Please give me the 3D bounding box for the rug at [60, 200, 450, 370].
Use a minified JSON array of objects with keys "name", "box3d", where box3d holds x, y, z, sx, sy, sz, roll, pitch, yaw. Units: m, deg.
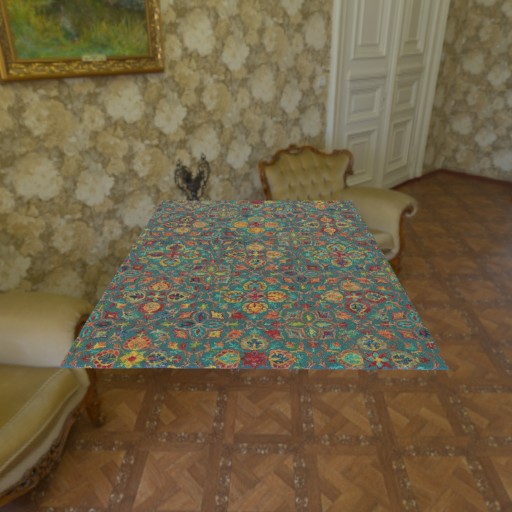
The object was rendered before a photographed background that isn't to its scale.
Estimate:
[{"name":"rug","box3d":[0.000,0.000,4.194,2.434,0.025,3.204,0,26,0]}]
